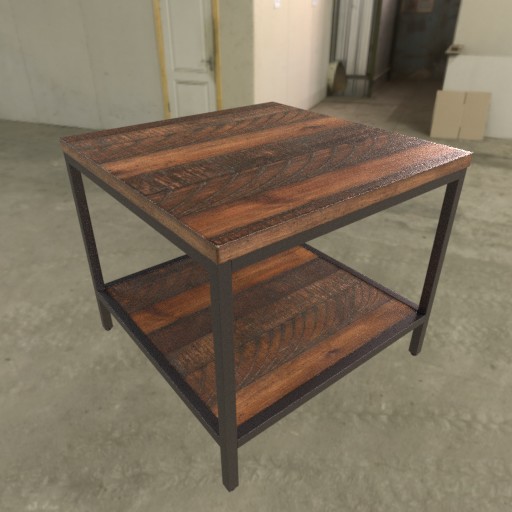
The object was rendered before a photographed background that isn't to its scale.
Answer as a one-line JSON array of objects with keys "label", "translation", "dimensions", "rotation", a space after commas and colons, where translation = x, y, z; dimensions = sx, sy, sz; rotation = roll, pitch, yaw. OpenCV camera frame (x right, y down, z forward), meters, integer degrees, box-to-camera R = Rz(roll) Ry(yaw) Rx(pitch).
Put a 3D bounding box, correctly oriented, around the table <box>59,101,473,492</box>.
[{"label": "table", "translation": [0.000, 0.000, 0.949], "dimensions": [0.548, 0.482, 0.553], "rotation": [-22, 37, -32]}]
